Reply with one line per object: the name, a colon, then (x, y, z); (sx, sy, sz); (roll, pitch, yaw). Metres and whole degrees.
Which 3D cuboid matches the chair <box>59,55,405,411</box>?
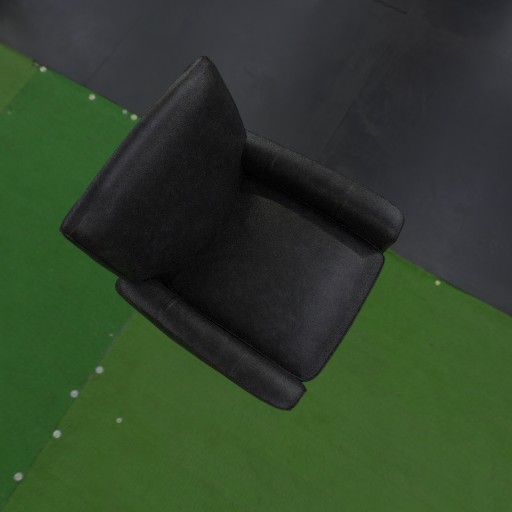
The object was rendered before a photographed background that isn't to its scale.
chair: (0.000, 0.000, 1.646); (0.864, 1.014, 0.848); (32, 77, 8)
